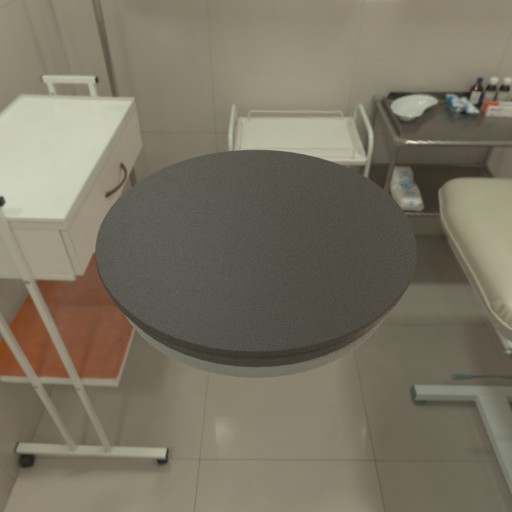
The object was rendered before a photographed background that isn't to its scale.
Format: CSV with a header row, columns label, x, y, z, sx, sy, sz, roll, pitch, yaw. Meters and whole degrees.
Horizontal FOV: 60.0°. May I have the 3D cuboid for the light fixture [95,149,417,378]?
label,x,y,z,sx,sy,sz,roll,pitch,yaw
light fixture,0.000,0.000,0.556,0.368,0.100,0.368,0,41,0
